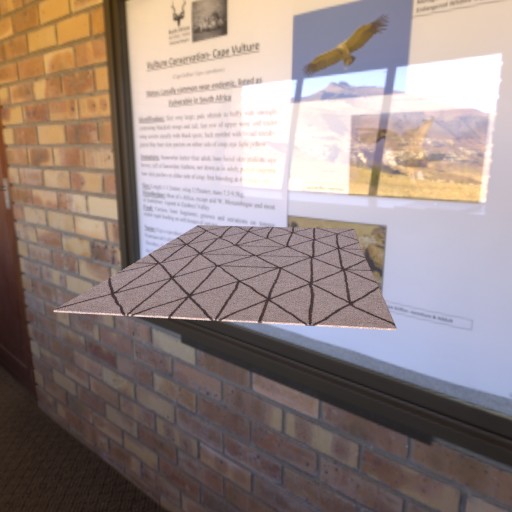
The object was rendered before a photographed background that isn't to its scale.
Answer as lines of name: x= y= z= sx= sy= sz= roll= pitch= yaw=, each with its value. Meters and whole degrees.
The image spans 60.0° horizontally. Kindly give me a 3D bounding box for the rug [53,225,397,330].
rug: x=0.000 y=0.000 z=3.111 sx=1.526 sy=0.008 sz=2.465 roll=2 pitch=13 yaw=8
